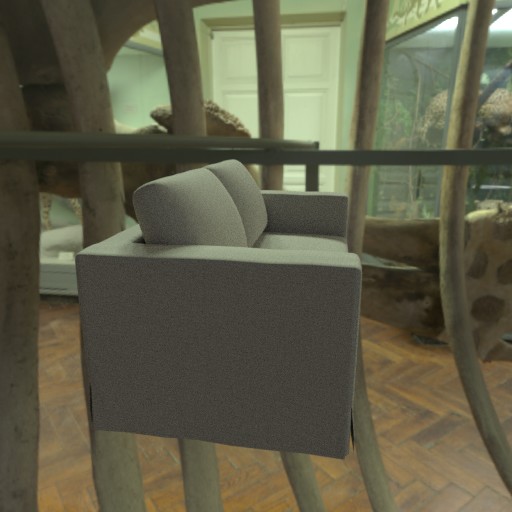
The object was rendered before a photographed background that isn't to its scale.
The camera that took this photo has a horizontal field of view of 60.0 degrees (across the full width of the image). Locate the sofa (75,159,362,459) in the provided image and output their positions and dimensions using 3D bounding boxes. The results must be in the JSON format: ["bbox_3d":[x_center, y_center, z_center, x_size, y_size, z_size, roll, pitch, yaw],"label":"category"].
[{"bbox_3d":[0.000,0.000,2.359,1.009,0.932,1.813,3,16,9],"label":"sofa"}]
